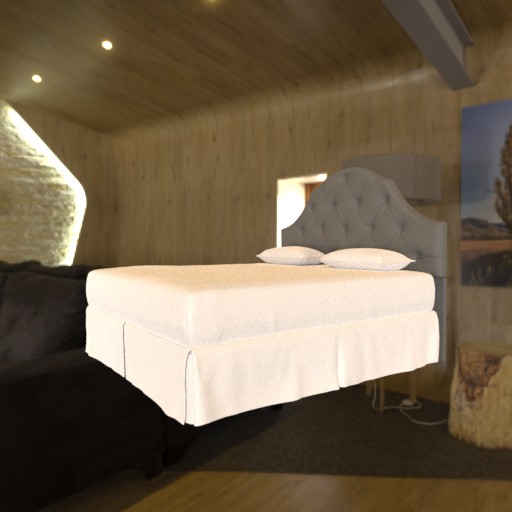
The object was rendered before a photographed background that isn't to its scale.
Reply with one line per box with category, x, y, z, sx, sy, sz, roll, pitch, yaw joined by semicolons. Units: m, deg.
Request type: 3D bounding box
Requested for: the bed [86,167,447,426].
bed;0.000;0.000;3.556;2.214;1.615;2.008;-1;2;-35
